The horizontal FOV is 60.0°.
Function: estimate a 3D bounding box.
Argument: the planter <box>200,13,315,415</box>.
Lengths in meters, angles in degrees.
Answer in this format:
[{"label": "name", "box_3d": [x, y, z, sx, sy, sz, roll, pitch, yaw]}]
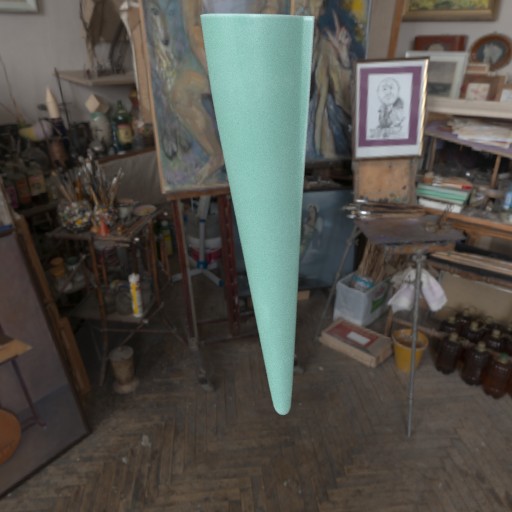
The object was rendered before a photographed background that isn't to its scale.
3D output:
[{"label": "planter", "box_3d": [0.000, 0.000, 0.280, 0.055, 0.268, 0.054, 0, 27, 0]}]
